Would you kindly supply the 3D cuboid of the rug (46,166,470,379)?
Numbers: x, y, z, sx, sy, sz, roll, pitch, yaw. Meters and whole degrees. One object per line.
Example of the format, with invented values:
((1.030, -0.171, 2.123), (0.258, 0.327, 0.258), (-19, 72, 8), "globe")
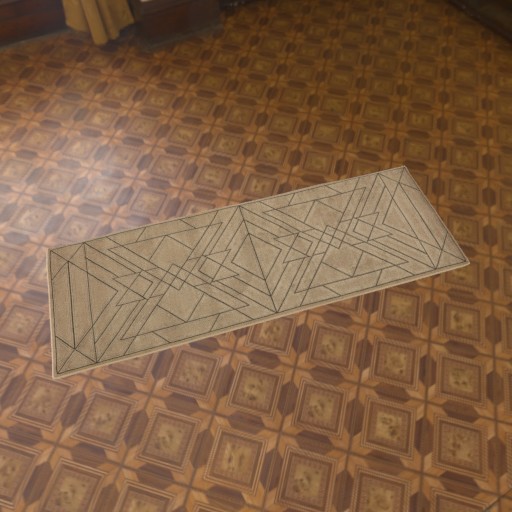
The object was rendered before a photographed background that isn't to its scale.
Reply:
((0.000, 0.000, 2.625), (2.381, 0.036, 0.831), (-14, 58, -9), "rug")
